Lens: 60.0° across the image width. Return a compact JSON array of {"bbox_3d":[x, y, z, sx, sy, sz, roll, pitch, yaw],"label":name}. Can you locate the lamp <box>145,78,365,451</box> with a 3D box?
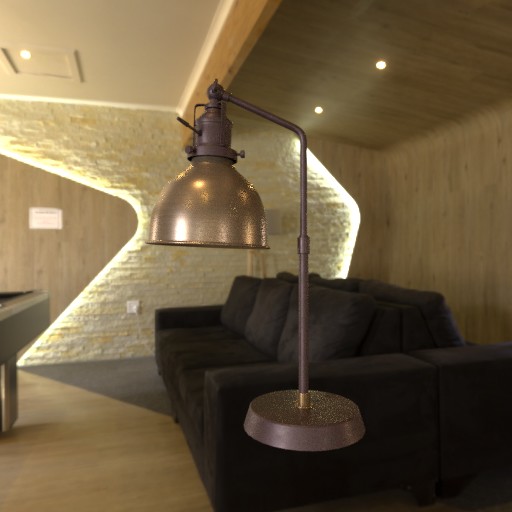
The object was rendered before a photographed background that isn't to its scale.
[{"bbox_3d":[0.000,0.000,0.608,0.298,0.469,0.175,0,0,-1],"label":"lamp"}]
